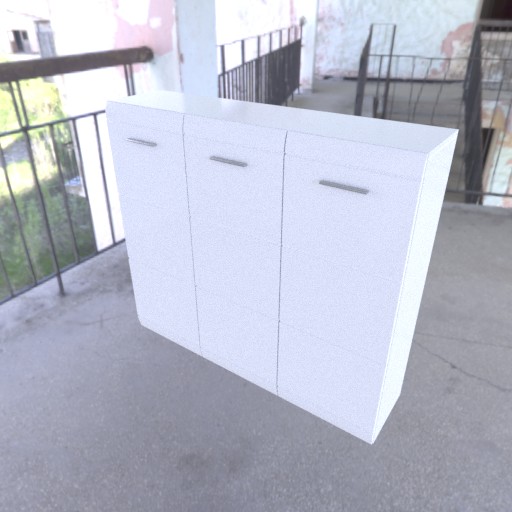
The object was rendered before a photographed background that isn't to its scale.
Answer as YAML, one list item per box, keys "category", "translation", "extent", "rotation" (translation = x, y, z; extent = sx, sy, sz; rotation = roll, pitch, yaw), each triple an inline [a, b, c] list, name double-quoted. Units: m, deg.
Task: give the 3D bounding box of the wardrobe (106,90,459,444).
- category: "wardrobe"
  translation: [0.000, 0.000, 1.926]
  extent: [1.340, 1.200, 0.360]
  rotation: [19, 34, 30]
